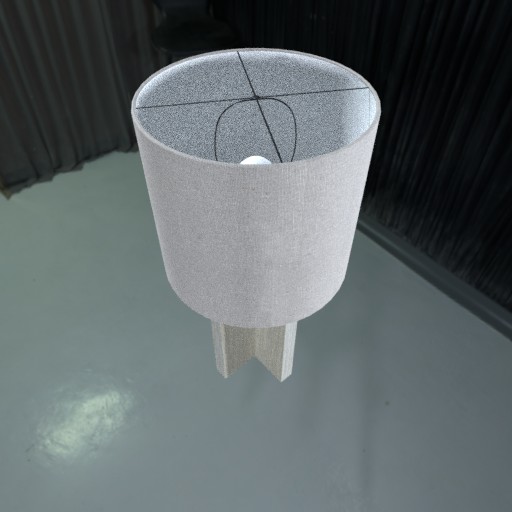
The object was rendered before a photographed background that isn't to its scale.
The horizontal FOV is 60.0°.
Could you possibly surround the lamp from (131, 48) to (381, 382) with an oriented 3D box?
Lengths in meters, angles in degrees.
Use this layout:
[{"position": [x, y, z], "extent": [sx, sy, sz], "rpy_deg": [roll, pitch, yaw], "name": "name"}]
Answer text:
[{"position": [0.000, 0.000, 0.565], "extent": [0.229, 0.428, 0.229], "rpy_deg": [-32, 54, -27], "name": "lamp"}]
